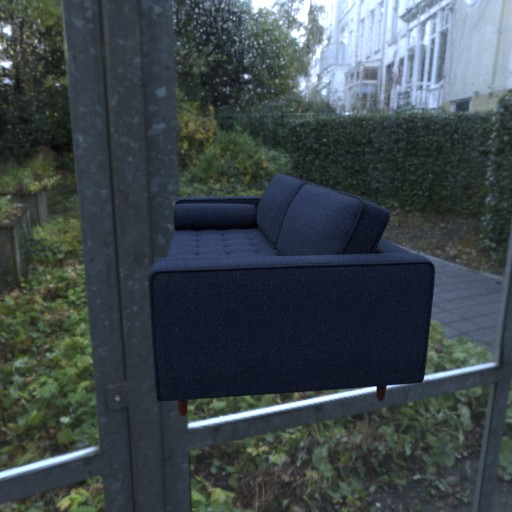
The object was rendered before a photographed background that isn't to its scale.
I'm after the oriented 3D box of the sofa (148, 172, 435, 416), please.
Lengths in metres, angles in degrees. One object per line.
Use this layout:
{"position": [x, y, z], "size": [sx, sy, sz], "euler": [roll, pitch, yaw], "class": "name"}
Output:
{"position": [0.000, 0.000, 2.273], "size": [0.914, 0.762, 1.880], "euler": [-2, 14, -7], "class": "sofa"}
